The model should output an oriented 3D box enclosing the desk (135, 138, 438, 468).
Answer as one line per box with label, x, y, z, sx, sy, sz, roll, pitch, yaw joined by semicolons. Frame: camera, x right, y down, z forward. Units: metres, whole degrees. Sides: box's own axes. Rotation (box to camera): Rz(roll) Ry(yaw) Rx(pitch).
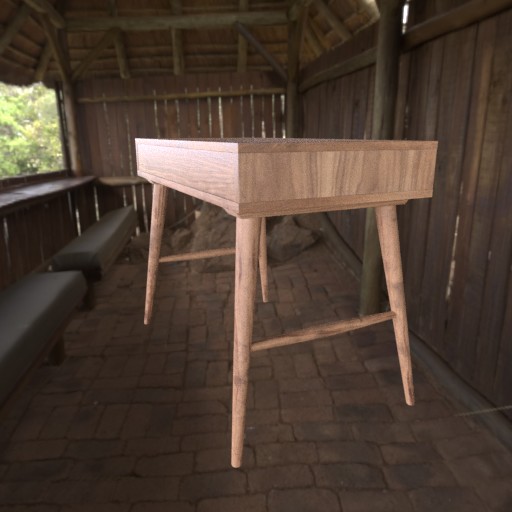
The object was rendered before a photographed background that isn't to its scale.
desk;0.000;0.000;1.490;0.588;0.758;0.949;-8;17;-25
